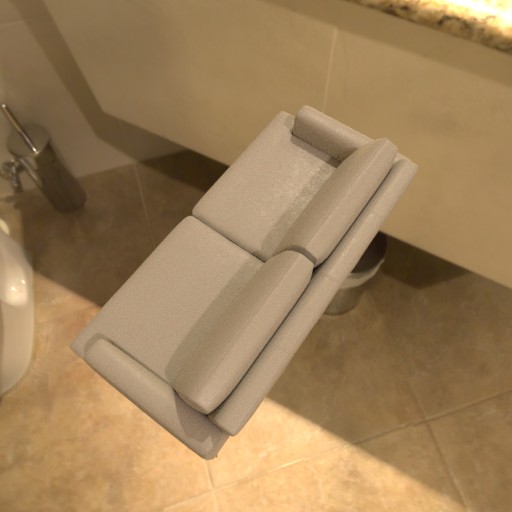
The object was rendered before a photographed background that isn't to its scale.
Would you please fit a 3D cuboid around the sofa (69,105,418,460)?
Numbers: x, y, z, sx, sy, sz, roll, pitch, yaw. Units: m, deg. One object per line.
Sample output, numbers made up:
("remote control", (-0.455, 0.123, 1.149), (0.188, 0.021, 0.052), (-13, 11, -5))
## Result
("sofa", (0.000, 0.000, 2.437), (0.974, 0.765, 1.940), (33, 69, 14))
